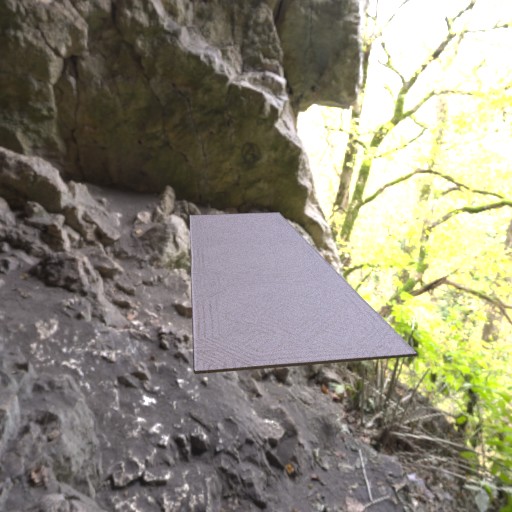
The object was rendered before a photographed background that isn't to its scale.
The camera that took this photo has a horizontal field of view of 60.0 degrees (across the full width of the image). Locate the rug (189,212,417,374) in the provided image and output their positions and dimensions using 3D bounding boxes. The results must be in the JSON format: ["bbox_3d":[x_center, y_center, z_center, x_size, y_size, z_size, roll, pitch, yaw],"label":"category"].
[{"bbox_3d":[0.000,0.000,2.637,0.775,0.012,2.452,-3,17,-8],"label":"rug"}]
